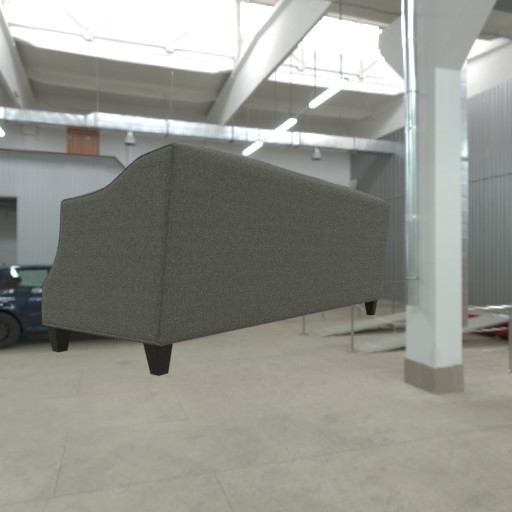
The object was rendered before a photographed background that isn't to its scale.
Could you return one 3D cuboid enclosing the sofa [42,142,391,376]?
[{"bbox_3d":[0.000,0.000,2.730,0.914,0.901,2.235,0,0,36],"label":"sofa"}]
